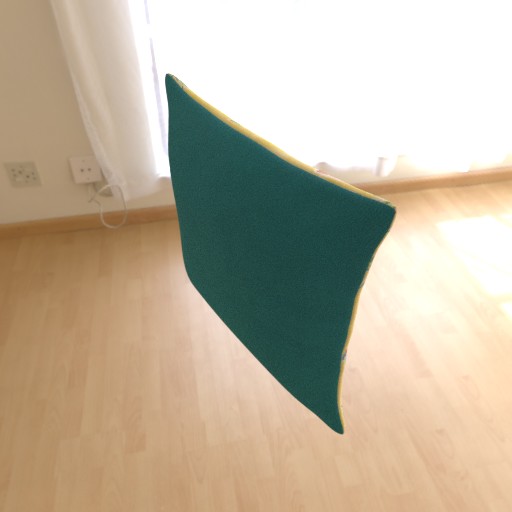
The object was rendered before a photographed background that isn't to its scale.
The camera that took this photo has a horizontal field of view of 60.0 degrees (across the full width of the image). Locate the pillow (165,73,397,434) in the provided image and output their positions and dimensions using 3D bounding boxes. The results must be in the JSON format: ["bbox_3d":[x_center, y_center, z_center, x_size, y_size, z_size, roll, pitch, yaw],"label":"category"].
[{"bbox_3d":[0.000,0.000,0.802,0.166,0.508,0.525,-26,47,-27],"label":"pillow"}]
